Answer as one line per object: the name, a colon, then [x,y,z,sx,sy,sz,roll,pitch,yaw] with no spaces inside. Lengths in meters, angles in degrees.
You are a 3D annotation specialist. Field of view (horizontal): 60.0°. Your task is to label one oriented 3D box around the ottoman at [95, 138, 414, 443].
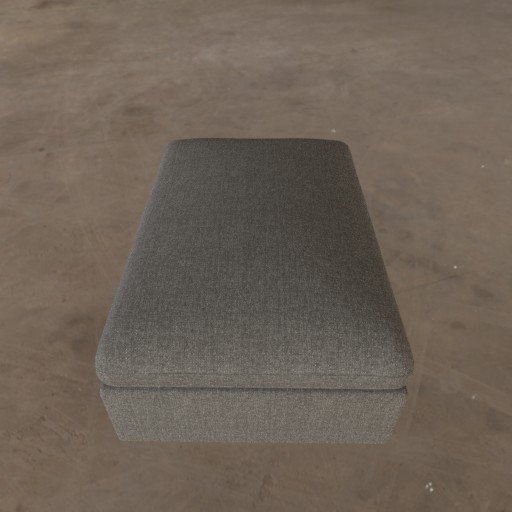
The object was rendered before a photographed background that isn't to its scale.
ottoman: [0.000,0.000,1.410,0.711,0.483,1.041,0,42,0]
